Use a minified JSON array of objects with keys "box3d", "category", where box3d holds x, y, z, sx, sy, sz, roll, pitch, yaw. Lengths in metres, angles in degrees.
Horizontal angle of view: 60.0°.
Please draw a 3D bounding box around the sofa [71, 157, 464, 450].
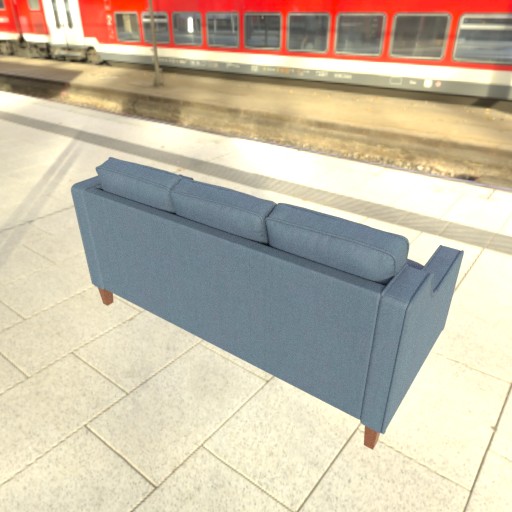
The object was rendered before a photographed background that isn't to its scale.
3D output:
[{"box3d":[0.000,0.000,2.522,1.986,0.974,0.911,20,35,31],"category":"sofa"}]
